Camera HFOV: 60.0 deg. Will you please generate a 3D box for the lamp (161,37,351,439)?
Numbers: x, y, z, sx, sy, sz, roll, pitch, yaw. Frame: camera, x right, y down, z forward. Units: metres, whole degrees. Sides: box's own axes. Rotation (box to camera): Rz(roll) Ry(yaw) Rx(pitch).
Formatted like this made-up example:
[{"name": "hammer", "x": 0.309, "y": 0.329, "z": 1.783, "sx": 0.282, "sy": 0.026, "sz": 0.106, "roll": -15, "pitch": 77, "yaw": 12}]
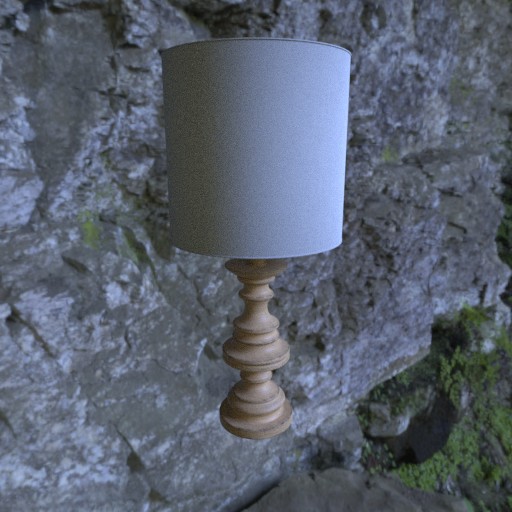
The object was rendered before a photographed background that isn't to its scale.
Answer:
[{"name": "lamp", "x": 0.000, "y": 0.000, "z": 0.552, "sx": 0.208, "sy": 0.455, "sz": 0.208, "roll": -13, "pitch": 20, "yaw": -41}]
